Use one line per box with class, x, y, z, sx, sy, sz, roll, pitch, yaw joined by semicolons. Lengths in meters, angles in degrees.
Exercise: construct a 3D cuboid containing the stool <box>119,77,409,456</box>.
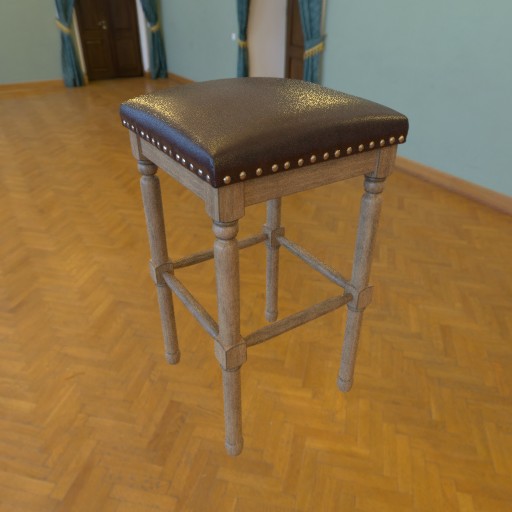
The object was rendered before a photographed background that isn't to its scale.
stool;0.000;0.000;0.949;0.383;0.702;0.382;-19;36;-28
